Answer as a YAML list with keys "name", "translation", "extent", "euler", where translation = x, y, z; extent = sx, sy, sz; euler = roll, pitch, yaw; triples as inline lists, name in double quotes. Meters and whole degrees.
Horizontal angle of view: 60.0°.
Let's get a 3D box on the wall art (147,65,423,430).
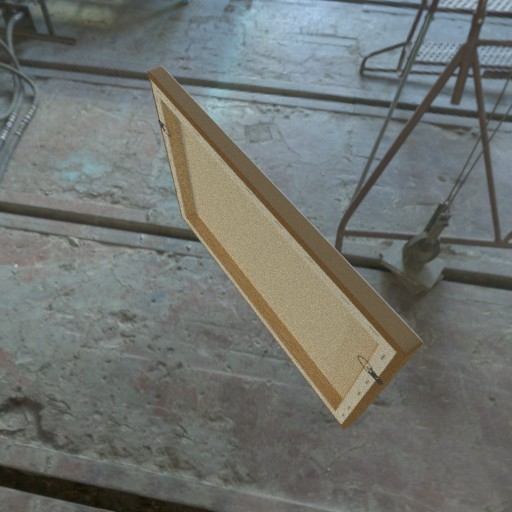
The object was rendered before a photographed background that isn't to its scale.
- name: "wall art"
  translation: [0.000, 0.000, 0.493]
  extent: [0.019, 0.254, 0.380]
  euler: [-31, 63, -18]
